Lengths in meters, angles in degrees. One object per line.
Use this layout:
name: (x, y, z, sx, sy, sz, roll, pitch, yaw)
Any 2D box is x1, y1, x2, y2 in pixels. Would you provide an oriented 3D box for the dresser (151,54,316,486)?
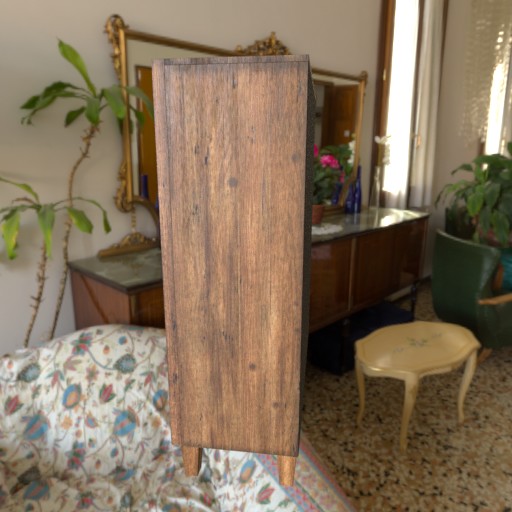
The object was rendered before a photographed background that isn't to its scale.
dresser: (0.000, 0.000, 1.862, 0.438, 1.359, 1.067, 2, 14, 8)
